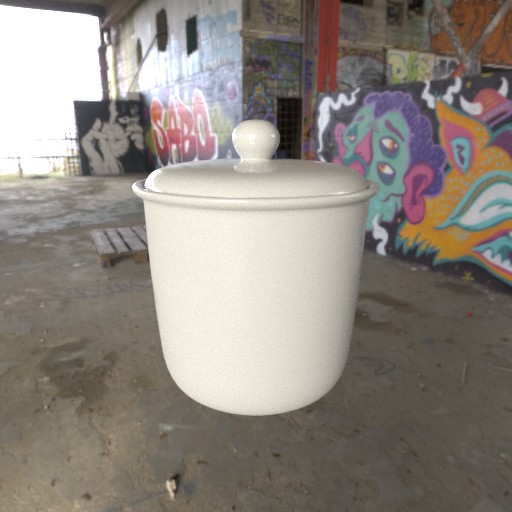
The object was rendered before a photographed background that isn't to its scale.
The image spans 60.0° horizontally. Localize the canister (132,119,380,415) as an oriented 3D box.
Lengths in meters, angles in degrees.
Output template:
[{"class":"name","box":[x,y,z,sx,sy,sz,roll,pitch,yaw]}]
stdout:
[{"class":"canister","box":[0.000,0.000,0.353,0.182,0.208,0.182,0,16,0]}]
